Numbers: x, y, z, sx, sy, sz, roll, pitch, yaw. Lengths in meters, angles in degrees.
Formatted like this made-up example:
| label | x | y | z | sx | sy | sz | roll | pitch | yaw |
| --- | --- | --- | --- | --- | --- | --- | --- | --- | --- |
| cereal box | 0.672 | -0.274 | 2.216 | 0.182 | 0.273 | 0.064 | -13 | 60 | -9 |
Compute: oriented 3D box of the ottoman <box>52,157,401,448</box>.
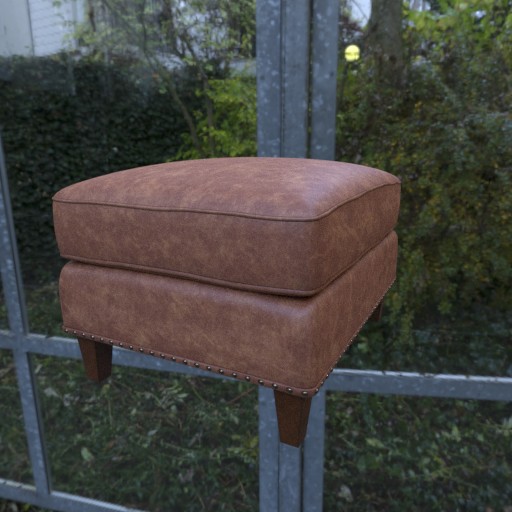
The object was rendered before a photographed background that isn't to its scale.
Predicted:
| label | x | y | z | sx | sy | sz | roll | pitch | yaw |
| --- | --- | --- | --- | --- | --- | --- | --- | --- | --- |
| ottoman | 0.000 | 0.000 | 1.121 | 0.586 | 0.486 | 0.742 | 7 | 16 | 26 |
